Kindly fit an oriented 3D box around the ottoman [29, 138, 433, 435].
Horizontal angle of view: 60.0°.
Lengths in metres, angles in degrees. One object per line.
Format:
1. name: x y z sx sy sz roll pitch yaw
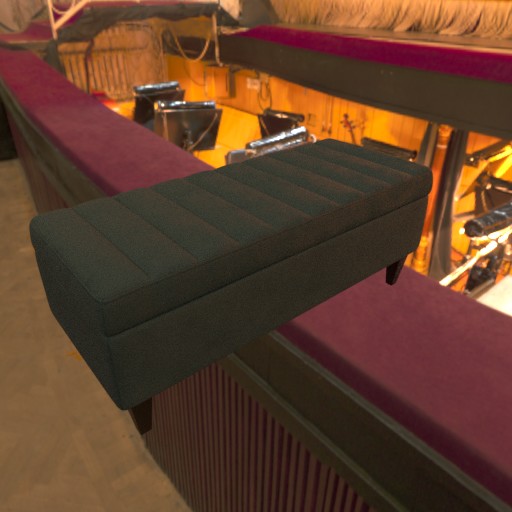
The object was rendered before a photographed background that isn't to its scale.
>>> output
1. ottoman: 0.000 0.000 1.393 1.151 0.469 0.482 -23 38 -33
